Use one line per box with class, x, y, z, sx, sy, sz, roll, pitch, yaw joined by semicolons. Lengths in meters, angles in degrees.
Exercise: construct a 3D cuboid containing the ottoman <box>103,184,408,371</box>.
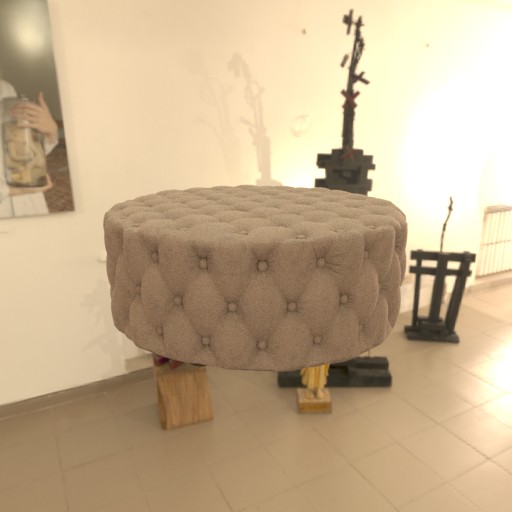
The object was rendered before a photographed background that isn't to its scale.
ottoman;0.000;0.000;1.542;0.998;0.399;0.998;0;16;0
